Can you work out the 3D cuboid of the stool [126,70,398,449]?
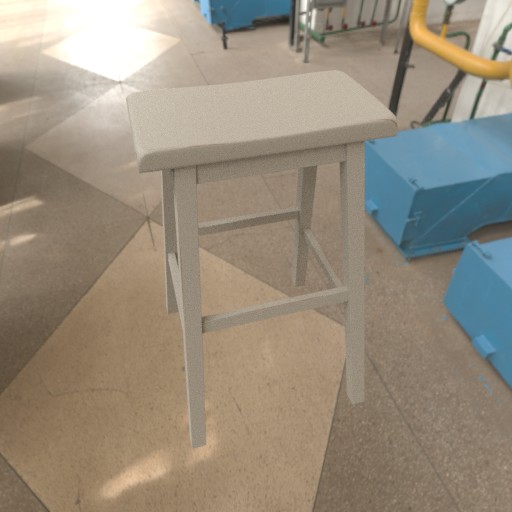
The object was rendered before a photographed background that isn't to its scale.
[{"bbox_3d":[0.000,0.000,1.043,0.457,0.737,0.476,-11,43,-12],"label":"stool"}]
